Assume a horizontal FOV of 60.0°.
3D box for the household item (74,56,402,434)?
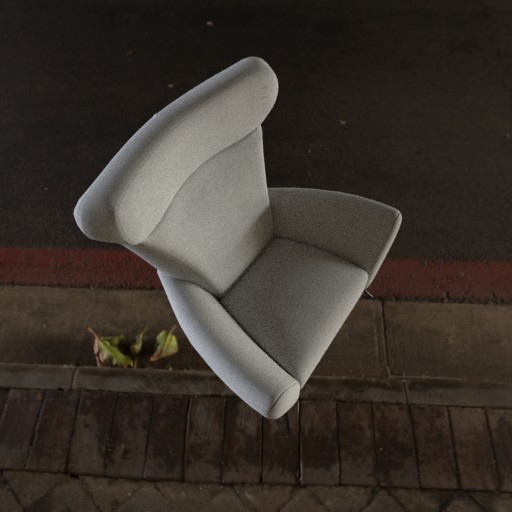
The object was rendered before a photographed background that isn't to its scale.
[{"bbox_3d":[0.000,0.000,1.768,0.900,1.050,0.980,30,62,18],"label":"household item"}]
